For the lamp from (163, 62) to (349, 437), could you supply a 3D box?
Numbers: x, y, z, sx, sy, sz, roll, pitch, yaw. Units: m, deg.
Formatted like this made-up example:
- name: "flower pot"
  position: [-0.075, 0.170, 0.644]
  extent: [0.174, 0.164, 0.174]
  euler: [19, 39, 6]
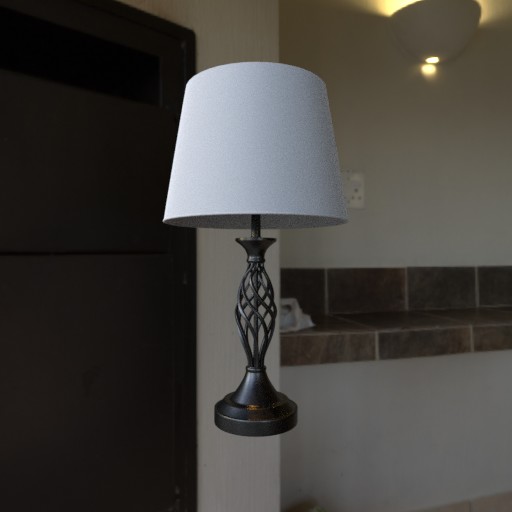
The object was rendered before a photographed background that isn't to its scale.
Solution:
- name: "lamp"
  position: [0.000, 0.000, 0.804]
  extent: [0.331, 0.594, 0.331]
  euler: [0, 0, 0]
